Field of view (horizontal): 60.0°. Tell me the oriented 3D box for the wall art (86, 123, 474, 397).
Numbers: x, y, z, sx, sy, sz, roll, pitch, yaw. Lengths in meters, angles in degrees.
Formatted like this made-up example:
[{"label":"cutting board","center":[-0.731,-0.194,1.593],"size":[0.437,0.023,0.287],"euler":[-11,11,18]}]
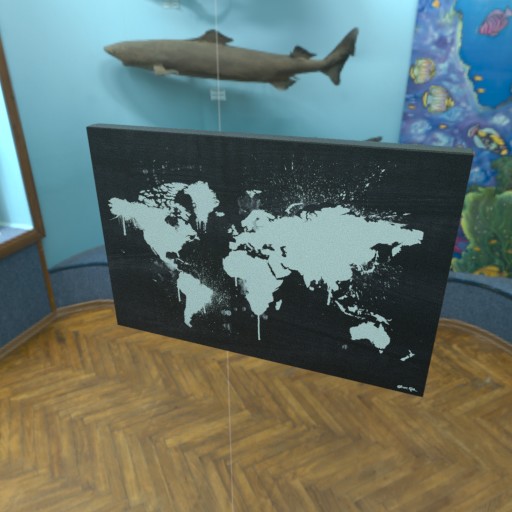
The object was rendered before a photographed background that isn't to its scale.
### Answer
[{"label":"wall art","center":[0.000,0.000,0.766],"size":[0.610,0.409,0.038],"euler":[9,27,18]}]
